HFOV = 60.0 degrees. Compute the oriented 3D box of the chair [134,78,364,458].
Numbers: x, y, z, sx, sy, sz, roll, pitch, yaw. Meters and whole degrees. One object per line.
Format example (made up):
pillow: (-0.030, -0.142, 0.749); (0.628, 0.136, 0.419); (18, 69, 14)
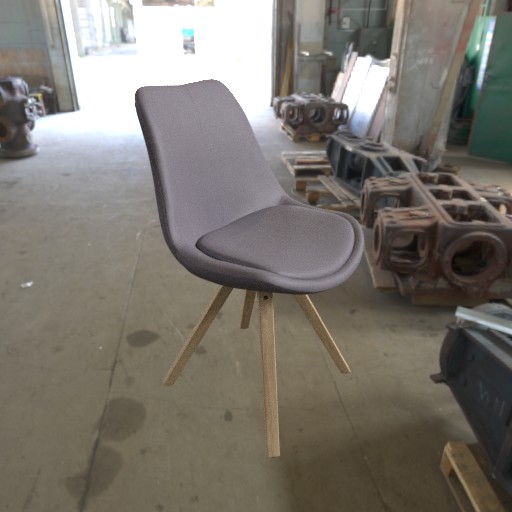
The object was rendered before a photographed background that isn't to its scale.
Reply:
chair: (0.000, 0.000, 1.215); (0.547, 0.865, 0.483); (19, 32, 33)
